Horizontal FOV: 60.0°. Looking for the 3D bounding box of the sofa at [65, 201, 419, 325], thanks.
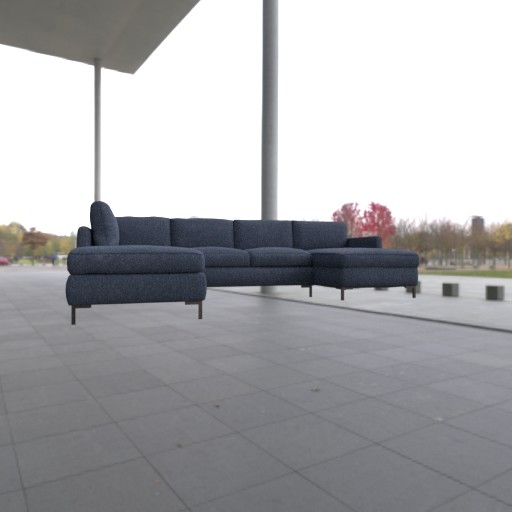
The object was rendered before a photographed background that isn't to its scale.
[{"bbox_3d":[0.000,0.000,3.954,2.956,0.813,2.007,0,0,-18],"label":"sofa"}]
